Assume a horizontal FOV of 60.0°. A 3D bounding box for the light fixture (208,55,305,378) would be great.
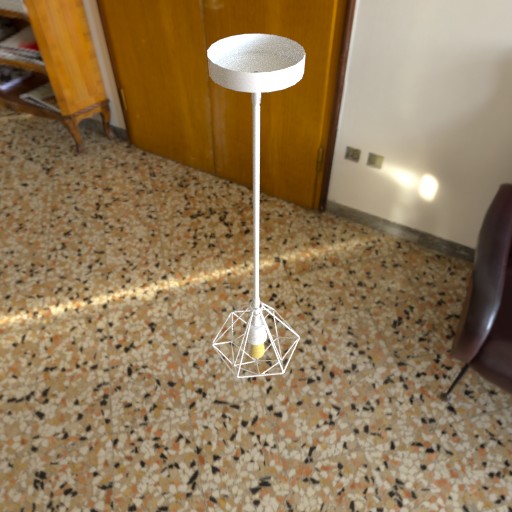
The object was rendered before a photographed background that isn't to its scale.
[{"bbox_3d":[0.000,0.000,1.966,0.487,1.764,0.431,-4,46,-4],"label":"light fixture"}]
